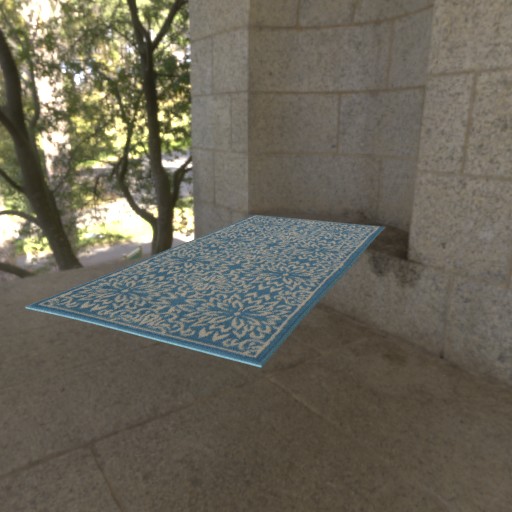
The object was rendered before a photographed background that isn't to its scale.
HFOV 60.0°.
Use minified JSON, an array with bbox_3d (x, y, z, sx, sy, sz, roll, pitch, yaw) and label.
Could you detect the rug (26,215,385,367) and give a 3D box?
[{"bbox_3d":[0.000,0.000,1.424,0.604,0.007,1.219,8,18,24],"label":"rug"}]
